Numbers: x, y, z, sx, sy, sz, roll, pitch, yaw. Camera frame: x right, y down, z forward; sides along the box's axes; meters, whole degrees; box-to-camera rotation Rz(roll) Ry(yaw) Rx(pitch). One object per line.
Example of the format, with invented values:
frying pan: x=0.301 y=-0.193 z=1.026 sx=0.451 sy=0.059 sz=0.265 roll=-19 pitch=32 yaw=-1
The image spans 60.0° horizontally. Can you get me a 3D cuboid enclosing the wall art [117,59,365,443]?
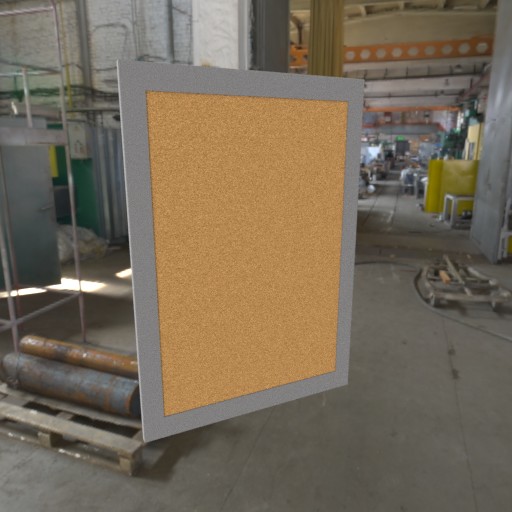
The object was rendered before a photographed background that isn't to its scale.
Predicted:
wall art: x=0.000 y=0.000 z=0.680 sx=0.374 sy=0.529 sz=0.012 roll=-7 pitch=16 yaw=-26
